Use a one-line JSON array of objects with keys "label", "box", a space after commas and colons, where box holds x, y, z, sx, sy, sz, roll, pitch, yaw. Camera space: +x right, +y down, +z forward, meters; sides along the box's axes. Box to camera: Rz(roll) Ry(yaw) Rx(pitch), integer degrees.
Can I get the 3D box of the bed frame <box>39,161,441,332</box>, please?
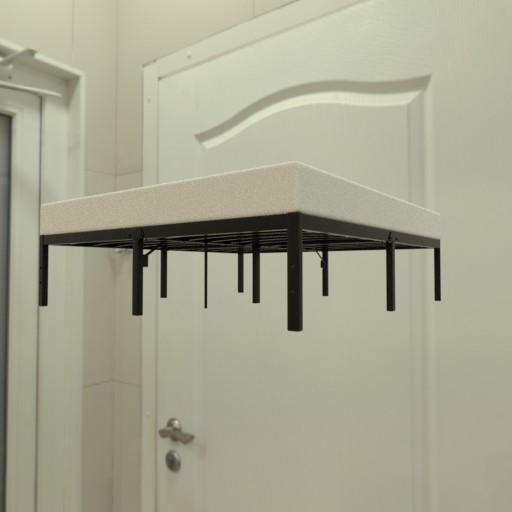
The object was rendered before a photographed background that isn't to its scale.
[{"label": "bed frame", "box": [0.000, 0.000, 3.098, 1.963, 0.659, 2.079, -1, -2, 37]}]
